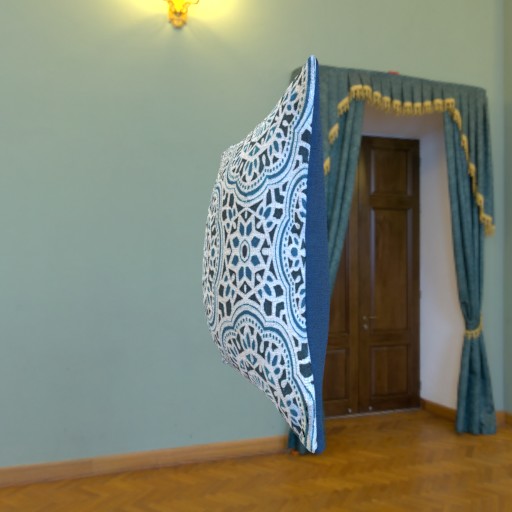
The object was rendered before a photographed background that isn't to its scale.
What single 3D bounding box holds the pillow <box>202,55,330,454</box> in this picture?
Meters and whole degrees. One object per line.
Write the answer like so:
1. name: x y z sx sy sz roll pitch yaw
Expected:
1. pillow: 0.000 0.000 0.670 0.145 0.420 0.440 0 0 -17
